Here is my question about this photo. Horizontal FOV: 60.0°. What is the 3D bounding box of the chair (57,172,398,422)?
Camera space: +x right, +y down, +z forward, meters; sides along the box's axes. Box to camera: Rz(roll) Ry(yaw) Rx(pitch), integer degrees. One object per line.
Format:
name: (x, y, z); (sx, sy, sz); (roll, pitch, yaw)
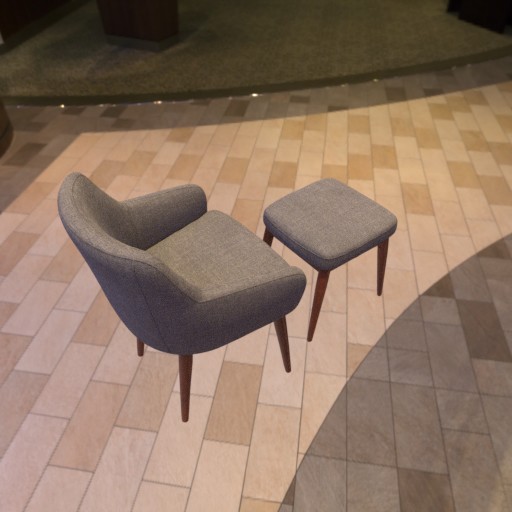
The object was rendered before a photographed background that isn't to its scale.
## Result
chair: (0.000, 0.000, 1.534); (1.107, 0.799, 0.584); (-27, 48, -27)
